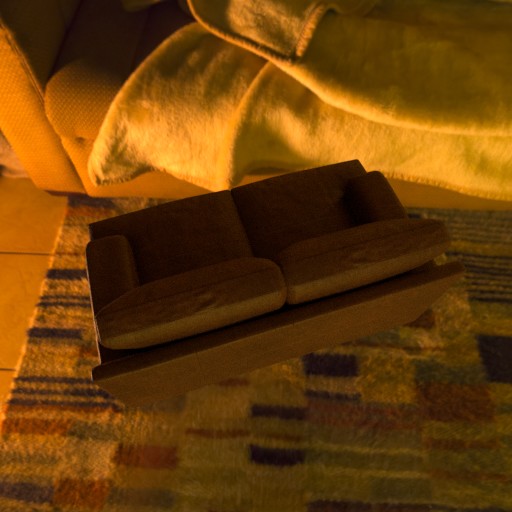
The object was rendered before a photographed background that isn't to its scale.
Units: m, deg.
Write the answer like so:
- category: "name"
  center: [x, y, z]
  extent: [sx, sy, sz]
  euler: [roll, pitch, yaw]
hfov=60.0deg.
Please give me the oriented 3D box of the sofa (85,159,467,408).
- category: "sofa"
  center: [0.000, 0.000, 2.524]
  extent: [1.880, 0.939, 1.143]
  euler: [-15, 59, -9]
